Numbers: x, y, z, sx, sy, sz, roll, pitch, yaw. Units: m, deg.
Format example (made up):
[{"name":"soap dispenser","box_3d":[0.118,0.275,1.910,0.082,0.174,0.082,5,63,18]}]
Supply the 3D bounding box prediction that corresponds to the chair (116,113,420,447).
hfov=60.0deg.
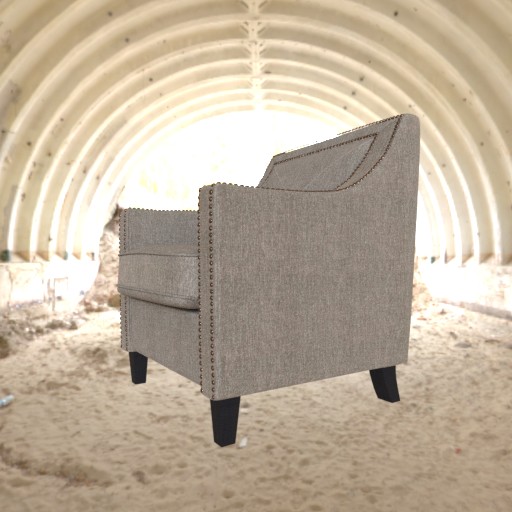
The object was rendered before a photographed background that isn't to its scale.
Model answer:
[{"name":"chair","box_3d":[0.000,0.000,1.593,0.884,0.967,0.776,0,0,-34]}]
